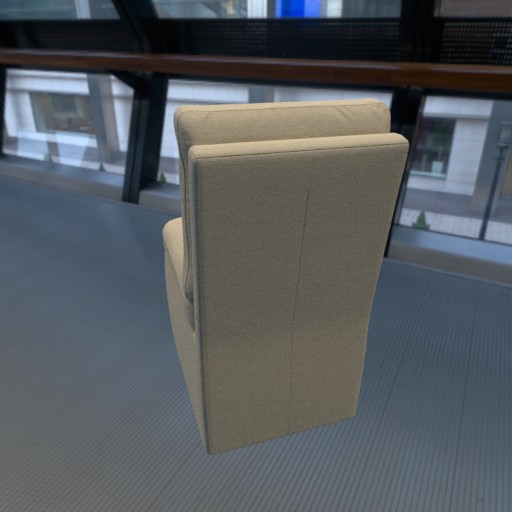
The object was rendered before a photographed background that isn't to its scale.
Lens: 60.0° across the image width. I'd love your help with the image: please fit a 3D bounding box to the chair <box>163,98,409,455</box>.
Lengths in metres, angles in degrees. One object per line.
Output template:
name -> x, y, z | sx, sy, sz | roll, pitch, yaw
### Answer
chair -> 0.000, 0.000, 1.342 | 0.503, 0.927, 0.698 | -8, 26, -16
